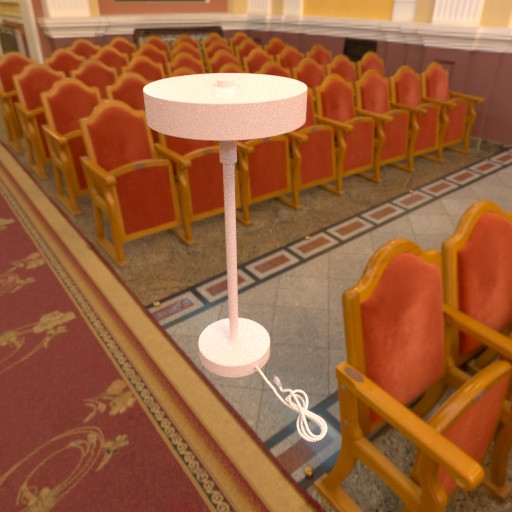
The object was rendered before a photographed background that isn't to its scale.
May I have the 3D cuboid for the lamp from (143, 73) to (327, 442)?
[{"bbox_3d":[0.000,0.000,0.701,0.229,0.508,0.369,-21,37,-31],"label":"lamp"}]
